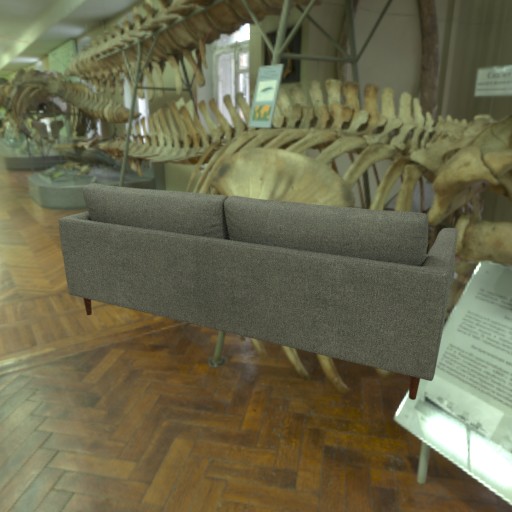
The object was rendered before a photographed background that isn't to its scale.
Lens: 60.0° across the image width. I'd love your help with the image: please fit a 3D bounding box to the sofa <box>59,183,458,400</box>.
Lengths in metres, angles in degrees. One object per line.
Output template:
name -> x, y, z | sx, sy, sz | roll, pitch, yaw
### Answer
sofa -> 0.000, 0.000, 2.757 | 2.250, 0.868, 1.020 | 9, 20, 25
